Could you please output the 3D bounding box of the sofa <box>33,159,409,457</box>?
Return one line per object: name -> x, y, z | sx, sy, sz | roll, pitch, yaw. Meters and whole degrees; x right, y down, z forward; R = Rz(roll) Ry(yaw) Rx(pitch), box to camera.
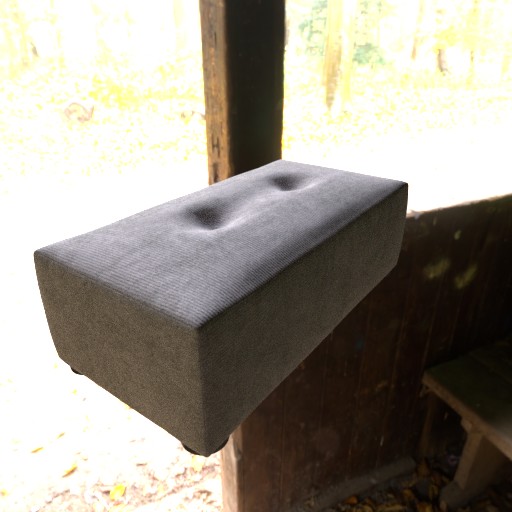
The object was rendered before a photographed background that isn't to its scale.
sofa -> 0.000, 0.000, 1.154 | 0.480, 0.330, 0.930 | 18, 32, 32
